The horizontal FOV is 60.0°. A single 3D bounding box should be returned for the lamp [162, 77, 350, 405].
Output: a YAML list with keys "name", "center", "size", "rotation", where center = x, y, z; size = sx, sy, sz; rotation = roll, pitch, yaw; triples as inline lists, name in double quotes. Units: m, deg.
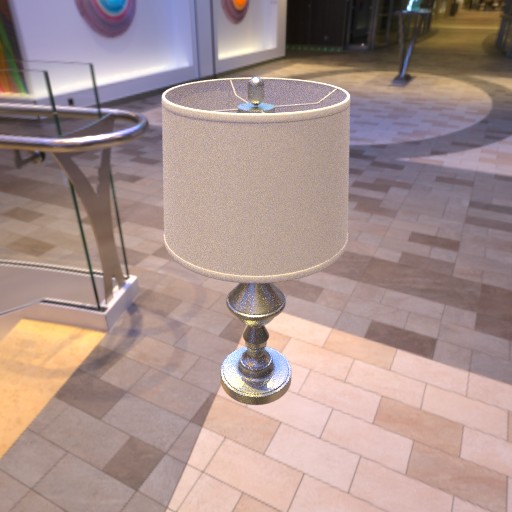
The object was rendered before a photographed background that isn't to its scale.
- name: "lamp"
  center: [0.000, 0.000, 0.967]
  size: [0.383, 0.733, 0.383]
  rotation: [0, 31, 0]
